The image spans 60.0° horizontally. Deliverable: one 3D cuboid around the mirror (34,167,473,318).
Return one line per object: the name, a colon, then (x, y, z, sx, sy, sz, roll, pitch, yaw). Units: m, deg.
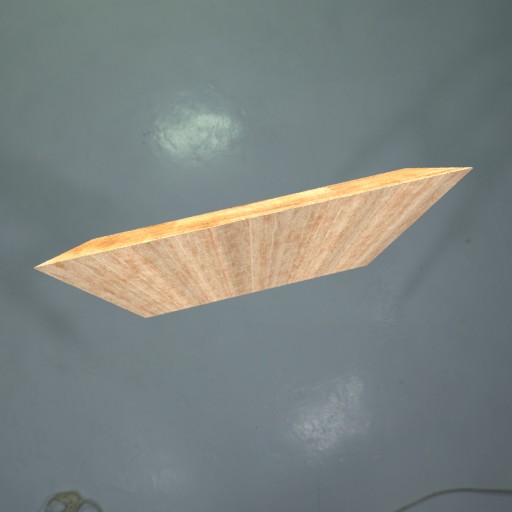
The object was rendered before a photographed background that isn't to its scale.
mirror: (0.000, 0.000, 0.959, 0.651, 0.651, 0.047, -13, 76, -3)
